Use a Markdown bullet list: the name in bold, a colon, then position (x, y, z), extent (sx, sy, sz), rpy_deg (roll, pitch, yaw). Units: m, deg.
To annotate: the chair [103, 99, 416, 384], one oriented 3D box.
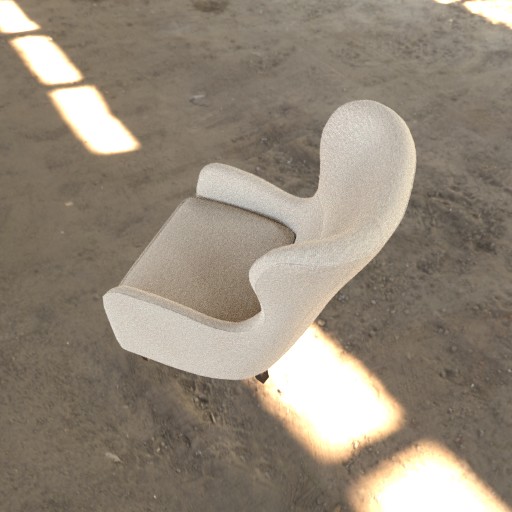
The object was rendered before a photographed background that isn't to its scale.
- **chair**: position (0.000, 0.000, 1.779), extent (0.984, 1.064, 0.861), rpy_deg (16, 49, 14)
